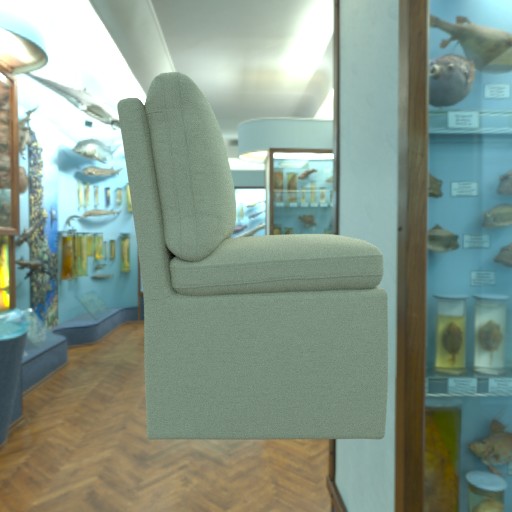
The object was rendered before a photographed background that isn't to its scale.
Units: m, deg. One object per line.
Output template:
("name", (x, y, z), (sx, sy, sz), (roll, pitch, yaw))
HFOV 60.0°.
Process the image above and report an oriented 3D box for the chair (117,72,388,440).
("chair", (0.000, 0.000, 1.338), (0.698, 0.927, 0.503), (0, 2, -1))
